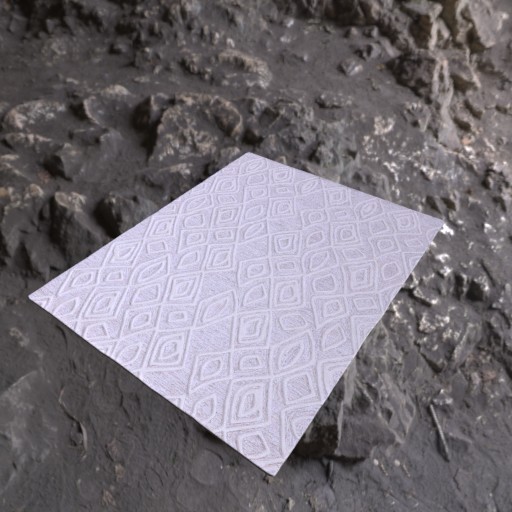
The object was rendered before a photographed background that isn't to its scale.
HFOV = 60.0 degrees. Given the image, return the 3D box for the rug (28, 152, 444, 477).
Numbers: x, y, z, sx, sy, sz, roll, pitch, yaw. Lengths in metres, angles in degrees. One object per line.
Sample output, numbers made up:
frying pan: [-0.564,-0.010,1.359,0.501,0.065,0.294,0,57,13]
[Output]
rug: [0.000,0.000,4.018,2.449,0.025,3.049,25,47,26]
